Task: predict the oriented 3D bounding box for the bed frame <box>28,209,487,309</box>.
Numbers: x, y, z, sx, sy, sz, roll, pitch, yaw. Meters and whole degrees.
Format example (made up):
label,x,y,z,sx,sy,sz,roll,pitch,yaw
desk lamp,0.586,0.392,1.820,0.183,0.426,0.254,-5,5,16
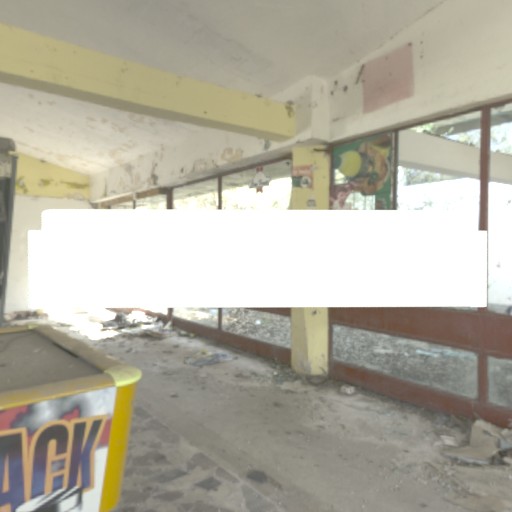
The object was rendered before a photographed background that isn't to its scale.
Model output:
label,x,y,z,sx,sy,sz,roll,pitch,yaw
bed frame,0.000,0.000,2.499,1.900,0.406,1.400,0,1,-2
